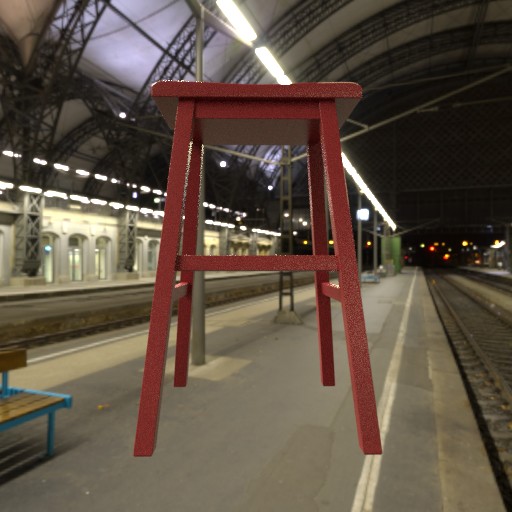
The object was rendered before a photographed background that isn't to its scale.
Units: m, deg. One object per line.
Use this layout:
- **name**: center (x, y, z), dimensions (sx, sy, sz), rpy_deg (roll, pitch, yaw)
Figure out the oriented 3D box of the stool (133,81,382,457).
- **stool**: center (0.000, 0.000, 1.053), dimensions (0.457, 0.737, 0.476), rpy_deg (0, 0, -1)
